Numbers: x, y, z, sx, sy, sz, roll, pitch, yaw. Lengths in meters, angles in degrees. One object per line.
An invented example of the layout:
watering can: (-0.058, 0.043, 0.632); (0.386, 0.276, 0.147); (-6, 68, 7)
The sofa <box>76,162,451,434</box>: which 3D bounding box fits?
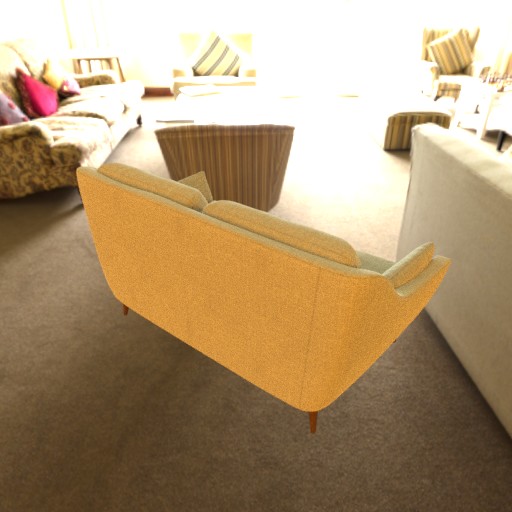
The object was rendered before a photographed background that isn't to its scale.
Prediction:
sofa: (0.000, 0.000, 2.258); (1.652, 0.888, 0.965); (22, 38, 32)
